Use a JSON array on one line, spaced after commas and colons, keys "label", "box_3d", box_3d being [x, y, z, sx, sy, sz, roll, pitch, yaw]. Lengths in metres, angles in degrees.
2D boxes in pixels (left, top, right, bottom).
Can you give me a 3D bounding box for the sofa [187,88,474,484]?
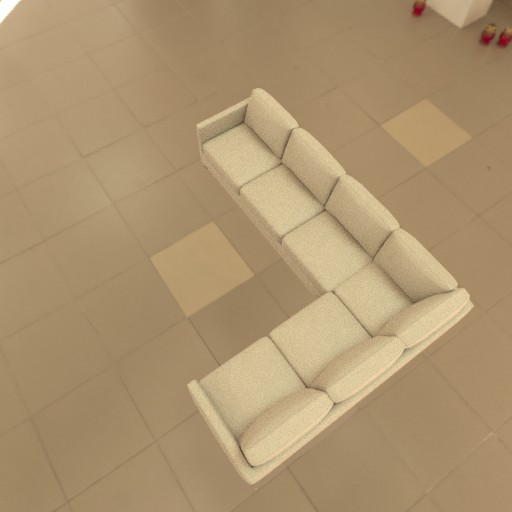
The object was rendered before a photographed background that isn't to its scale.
[{"label": "sofa", "box_3d": [0.000, 0.000, 4.469, 2.522, 0.934, 3.333, -32, 67, -16]}]
